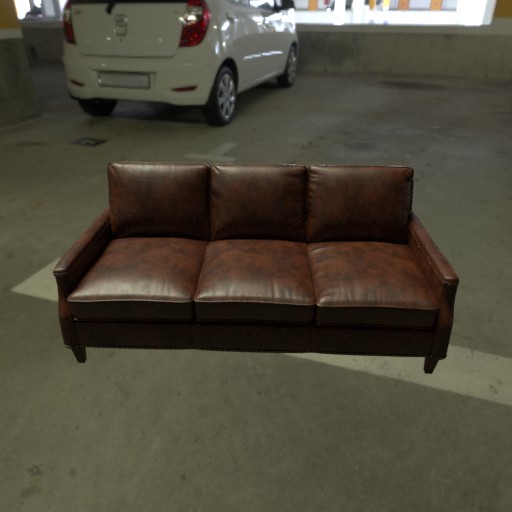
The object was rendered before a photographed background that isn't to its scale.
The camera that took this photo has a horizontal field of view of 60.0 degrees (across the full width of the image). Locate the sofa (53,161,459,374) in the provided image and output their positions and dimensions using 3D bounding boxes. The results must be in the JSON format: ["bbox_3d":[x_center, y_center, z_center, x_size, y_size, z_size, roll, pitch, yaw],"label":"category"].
[{"bbox_3d":[0.000,0.000,2.859,2.240,1.003,1.084,1,30,2],"label":"sofa"}]
